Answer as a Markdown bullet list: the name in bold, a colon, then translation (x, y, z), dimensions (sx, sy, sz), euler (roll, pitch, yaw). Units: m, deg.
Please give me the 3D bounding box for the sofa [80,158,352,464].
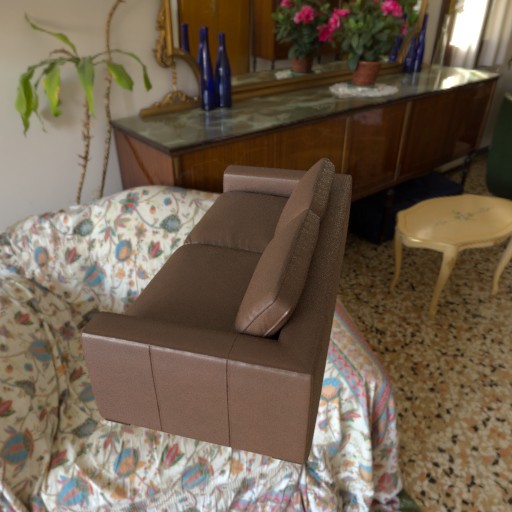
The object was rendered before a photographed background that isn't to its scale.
- **sofa**: translation (0.000, 0.000, 2.836), dimensions (1.070, 0.801, 2.262), euler (7, 32, 12)
